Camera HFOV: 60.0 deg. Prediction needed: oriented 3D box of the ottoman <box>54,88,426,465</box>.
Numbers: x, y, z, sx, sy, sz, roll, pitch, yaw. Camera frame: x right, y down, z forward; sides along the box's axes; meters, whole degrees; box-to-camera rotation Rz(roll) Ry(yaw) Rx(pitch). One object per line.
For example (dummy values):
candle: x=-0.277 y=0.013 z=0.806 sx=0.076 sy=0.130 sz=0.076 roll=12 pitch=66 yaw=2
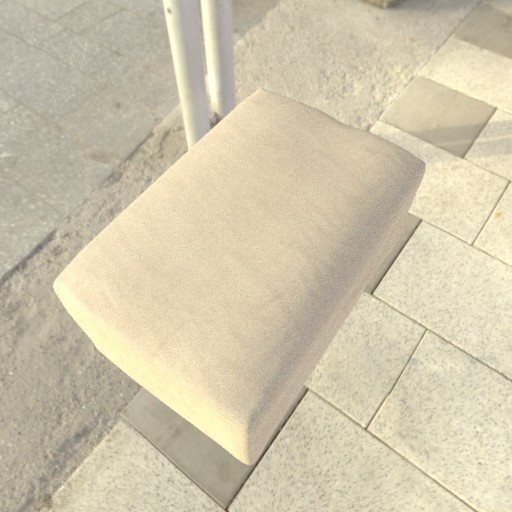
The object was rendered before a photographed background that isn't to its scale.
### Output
ottoman: x=0.000 y=0.000 z=1.227 sx=0.590 sy=0.444 sz=0.872 roll=30 pitch=62 yaw=18
